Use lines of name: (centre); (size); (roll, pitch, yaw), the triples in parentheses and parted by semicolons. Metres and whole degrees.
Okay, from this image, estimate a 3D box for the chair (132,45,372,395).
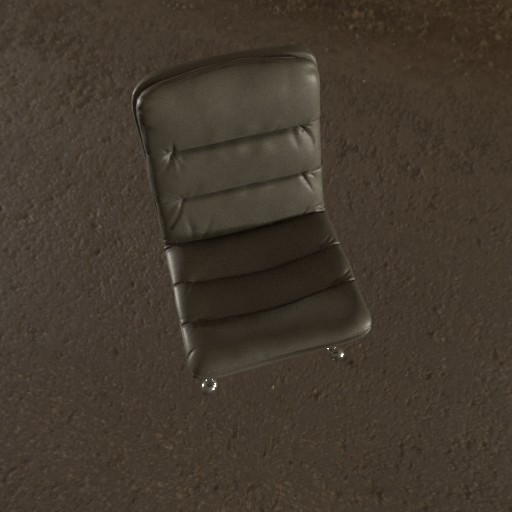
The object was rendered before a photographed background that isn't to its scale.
chair: (0.000, 0.000, 1.023); (0.422, 0.738, 0.485); (-14, 65, -6)
